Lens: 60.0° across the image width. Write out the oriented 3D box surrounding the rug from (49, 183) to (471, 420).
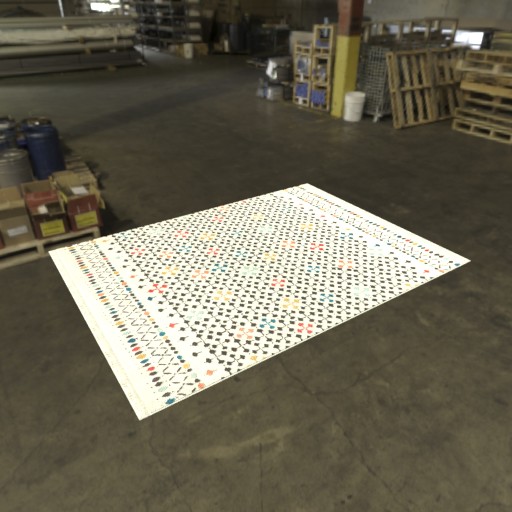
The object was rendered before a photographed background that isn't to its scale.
[{"bbox_3d":[0.000,0.000,2.028,1.556,0.006,1.146,-19,35,-29],"label":"rug"}]
